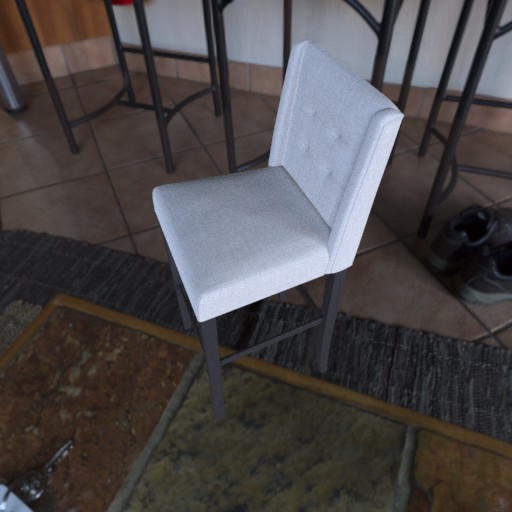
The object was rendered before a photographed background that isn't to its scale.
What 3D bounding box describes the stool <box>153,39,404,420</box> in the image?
[{"bbox_3d":[0.000,0.000,1.401,0.509,1.116,0.474,-17,49,-15],"label":"stool"}]
